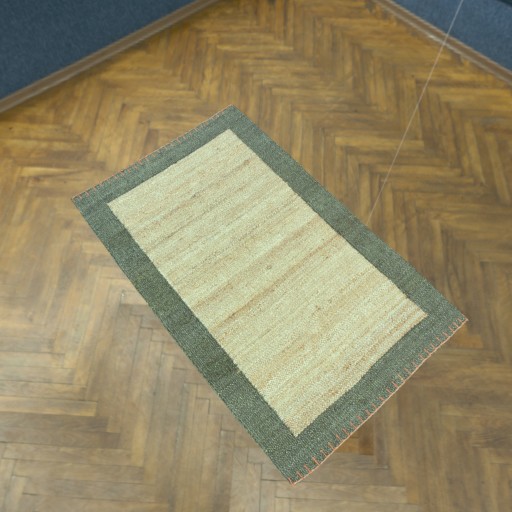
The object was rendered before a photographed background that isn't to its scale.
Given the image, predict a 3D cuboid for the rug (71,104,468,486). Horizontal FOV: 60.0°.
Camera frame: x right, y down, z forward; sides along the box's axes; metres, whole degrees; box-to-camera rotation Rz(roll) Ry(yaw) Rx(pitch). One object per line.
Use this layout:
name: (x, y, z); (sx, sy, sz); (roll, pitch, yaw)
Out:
rug: (0.000, 0.000, 3.006); (1.521, 0.006, 2.435); (-36, 68, -17)
